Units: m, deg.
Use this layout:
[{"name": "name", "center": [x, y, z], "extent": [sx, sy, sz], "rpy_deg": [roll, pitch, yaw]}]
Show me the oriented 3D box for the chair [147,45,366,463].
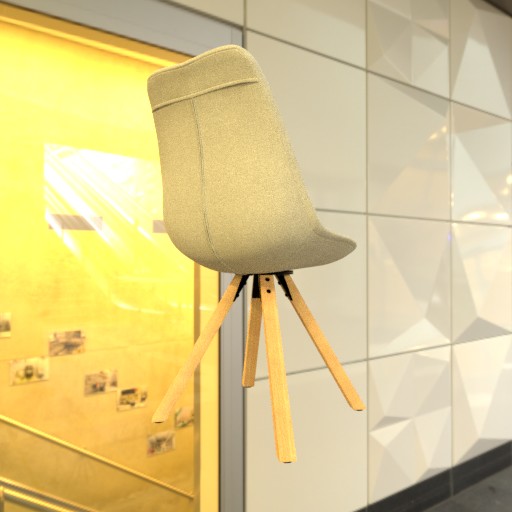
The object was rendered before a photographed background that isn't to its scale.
[{"name": "chair", "center": [0.000, 0.000, 1.181], "extent": [0.474, 0.863, 0.549], "rpy_deg": [0, -1, 36]}]
